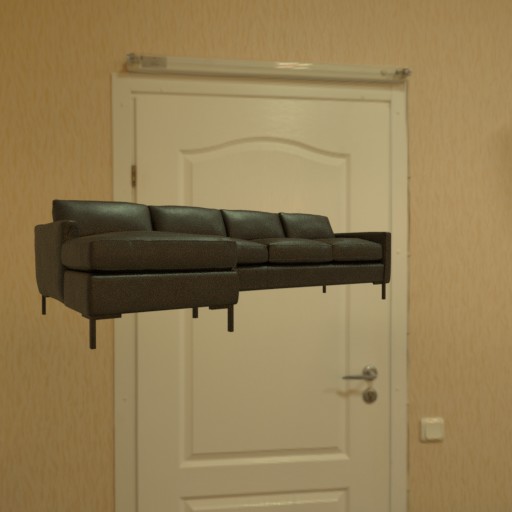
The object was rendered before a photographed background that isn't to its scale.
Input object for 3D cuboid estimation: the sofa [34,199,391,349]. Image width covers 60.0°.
[{"bbox_3d":[0.000,0.000,3.528,2.993,0.859,1.471,-1,1,-35],"label":"sofa"}]
